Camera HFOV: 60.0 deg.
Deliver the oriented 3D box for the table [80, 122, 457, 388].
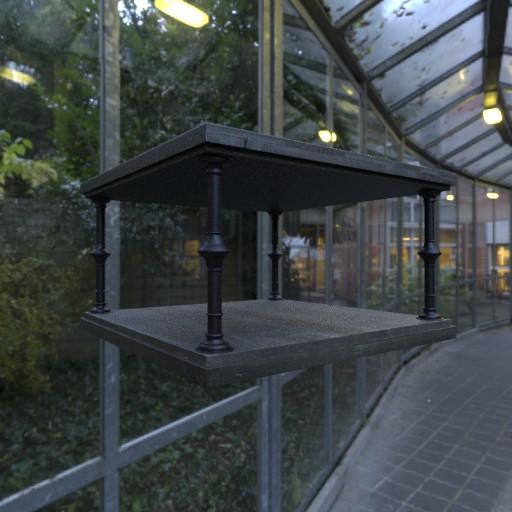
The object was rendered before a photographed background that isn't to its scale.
[{"bbox_3d":[0.000,0.000,1.151,0.696,0.400,0.696,0,0,-36],"label":"table"}]
